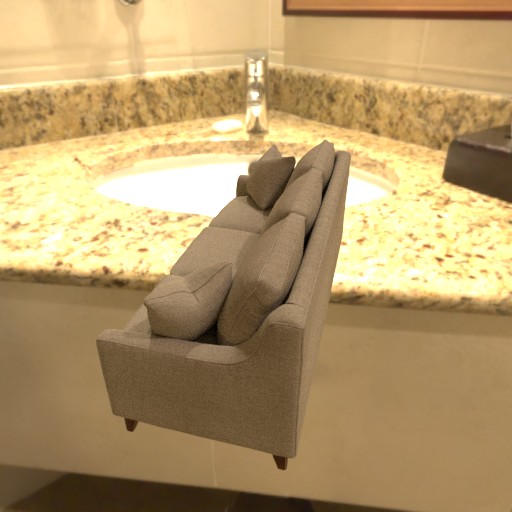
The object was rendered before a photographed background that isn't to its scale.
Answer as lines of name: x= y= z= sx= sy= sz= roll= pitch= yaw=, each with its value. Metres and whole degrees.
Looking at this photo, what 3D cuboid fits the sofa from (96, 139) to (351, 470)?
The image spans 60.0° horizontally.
sofa: x=0.000 y=0.000 z=2.555 sx=0.865 sy=0.914 sz=2.031 roll=8 pitch=31 yaw=13
